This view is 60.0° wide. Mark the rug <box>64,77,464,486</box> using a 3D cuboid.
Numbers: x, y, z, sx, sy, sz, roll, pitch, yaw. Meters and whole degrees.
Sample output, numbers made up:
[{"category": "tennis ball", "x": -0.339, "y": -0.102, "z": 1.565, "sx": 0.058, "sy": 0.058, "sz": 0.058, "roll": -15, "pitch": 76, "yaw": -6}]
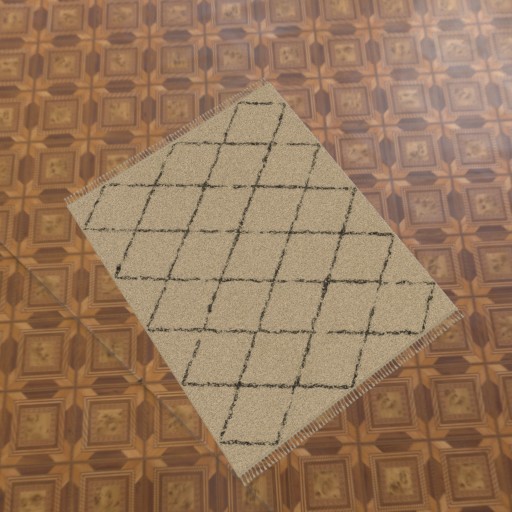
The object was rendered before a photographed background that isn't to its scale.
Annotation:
[{"category": "rug", "x": 0.000, "y": 0.000, "z": 4.087, "sx": 2.380, "sy": 0.013, "sz": 3.051, "roll": -34, "pitch": 77, "yaw": -9}]
